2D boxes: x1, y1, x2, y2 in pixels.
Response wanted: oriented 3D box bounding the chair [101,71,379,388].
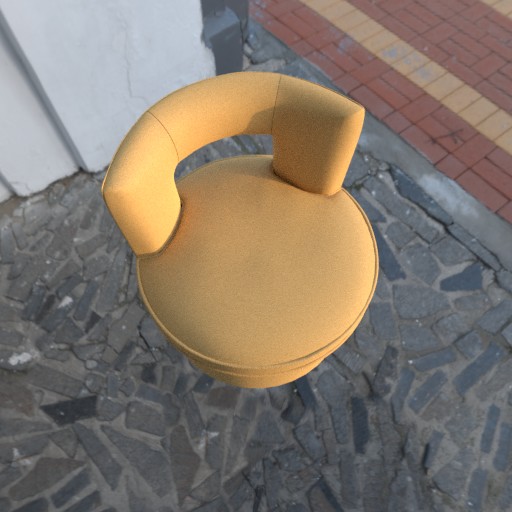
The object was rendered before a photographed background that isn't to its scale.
[{"bbox_3d":[0.000,0.000,1.234,0.650,0.723,0.665,-20,65,-10],"label":"chair"}]
